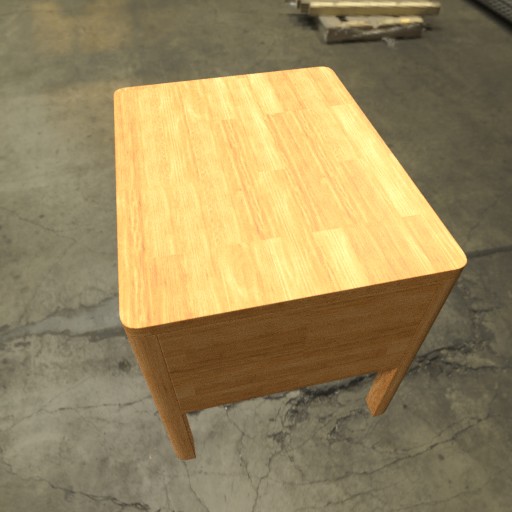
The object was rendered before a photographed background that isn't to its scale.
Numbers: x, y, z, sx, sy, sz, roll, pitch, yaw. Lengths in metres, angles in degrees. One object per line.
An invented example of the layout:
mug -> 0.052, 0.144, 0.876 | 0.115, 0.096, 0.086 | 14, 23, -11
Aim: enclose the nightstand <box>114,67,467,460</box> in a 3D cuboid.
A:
nightstand -> 0.000, 0.000, 0.887 | 0.440, 0.470, 0.560 | -10, 49, -8
